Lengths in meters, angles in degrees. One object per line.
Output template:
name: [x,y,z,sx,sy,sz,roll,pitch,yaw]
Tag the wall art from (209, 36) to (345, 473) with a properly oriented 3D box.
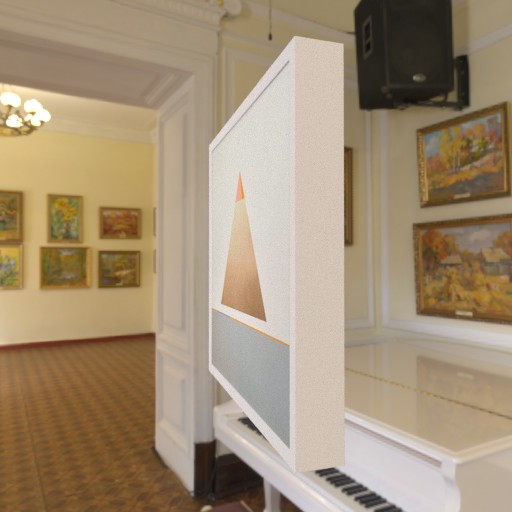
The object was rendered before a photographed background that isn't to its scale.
wall art: [0.000,0.000,0.460,0.038,0.304,0.305,0,-1,-17]
